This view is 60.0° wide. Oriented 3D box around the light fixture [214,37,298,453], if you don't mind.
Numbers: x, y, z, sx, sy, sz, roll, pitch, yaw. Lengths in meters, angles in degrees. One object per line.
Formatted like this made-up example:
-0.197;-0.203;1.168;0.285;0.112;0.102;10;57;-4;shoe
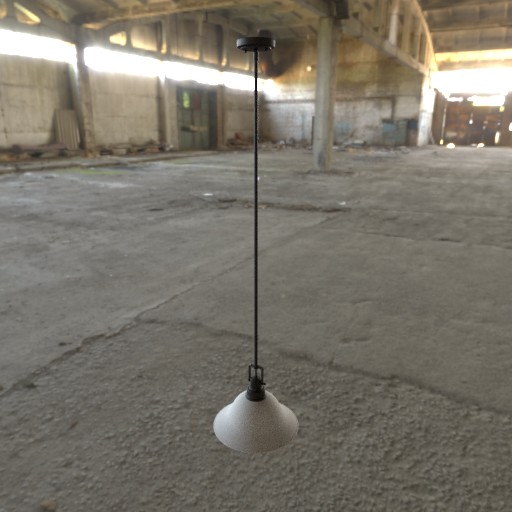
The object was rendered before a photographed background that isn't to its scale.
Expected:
0.000;0.000;1.508;0.324;1.337;0.324;9;18;27;light fixture
